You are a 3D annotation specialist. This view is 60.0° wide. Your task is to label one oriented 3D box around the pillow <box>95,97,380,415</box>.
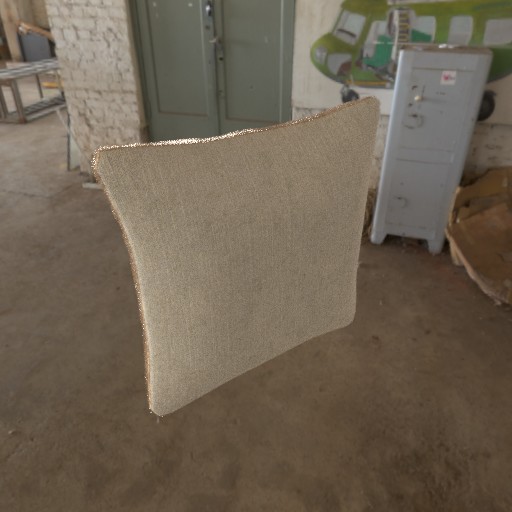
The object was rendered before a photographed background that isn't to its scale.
[{"bbox_3d":[0.000,0.000,0.826,0.538,0.525,0.216,-20,37,-29],"label":"pillow"}]
